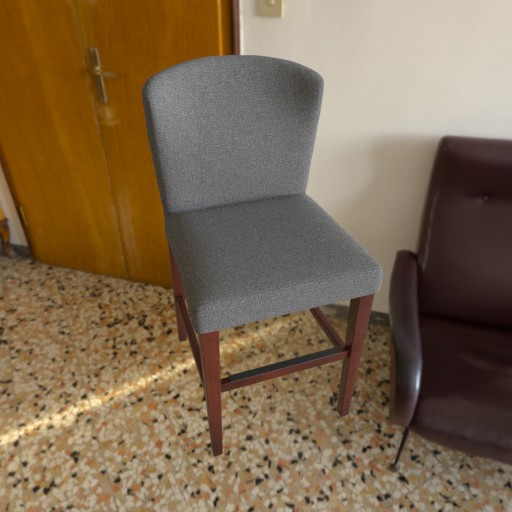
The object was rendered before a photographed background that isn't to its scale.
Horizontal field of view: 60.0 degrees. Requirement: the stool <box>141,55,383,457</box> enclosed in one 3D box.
[{"bbox_3d":[0.000,0.000,1.259,0.479,0.968,0.568,-11,36,-16],"label":"stool"}]
